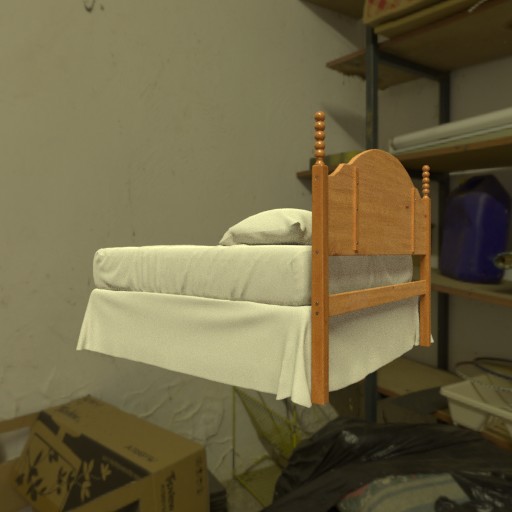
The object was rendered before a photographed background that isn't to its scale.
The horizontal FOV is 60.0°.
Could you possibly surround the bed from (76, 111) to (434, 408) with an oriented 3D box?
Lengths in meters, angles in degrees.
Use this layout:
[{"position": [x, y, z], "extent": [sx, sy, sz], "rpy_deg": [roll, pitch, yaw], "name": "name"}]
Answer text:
[{"position": [0.000, 0.000, 3.285], "extent": [2.040, 1.356, 1.873], "rpy_deg": [0, 1, 38], "name": "bed"}]
